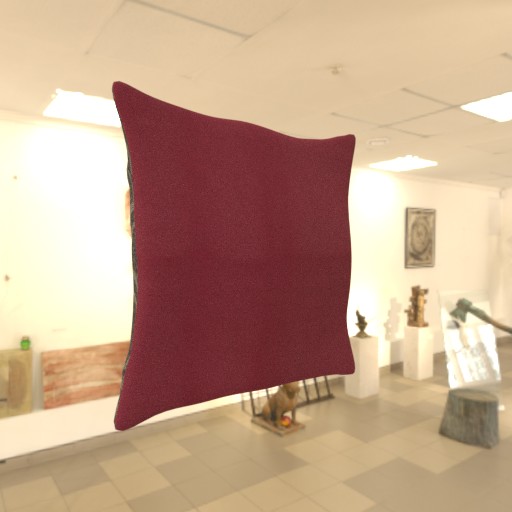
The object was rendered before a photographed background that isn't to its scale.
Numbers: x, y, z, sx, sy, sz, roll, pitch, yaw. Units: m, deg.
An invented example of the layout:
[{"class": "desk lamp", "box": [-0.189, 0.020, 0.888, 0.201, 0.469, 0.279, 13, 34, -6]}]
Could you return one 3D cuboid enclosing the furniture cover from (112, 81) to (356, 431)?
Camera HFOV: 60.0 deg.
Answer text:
[{"class": "furniture cover", "box": [0.000, 0.000, 0.798, 0.514, 0.513, 0.163, -1, 1, -36]}]
